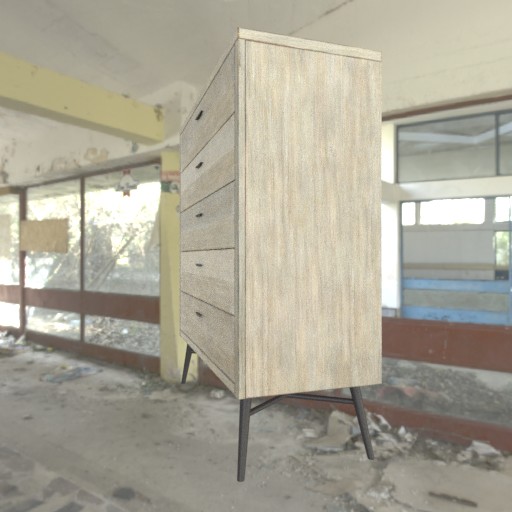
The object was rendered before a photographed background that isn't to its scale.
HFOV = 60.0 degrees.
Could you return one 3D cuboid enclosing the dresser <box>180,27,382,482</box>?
[{"bbox_3d":[0.000,0.000,1.729,0.457,1.219,1.016,0,0,-18],"label":"dresser"}]
